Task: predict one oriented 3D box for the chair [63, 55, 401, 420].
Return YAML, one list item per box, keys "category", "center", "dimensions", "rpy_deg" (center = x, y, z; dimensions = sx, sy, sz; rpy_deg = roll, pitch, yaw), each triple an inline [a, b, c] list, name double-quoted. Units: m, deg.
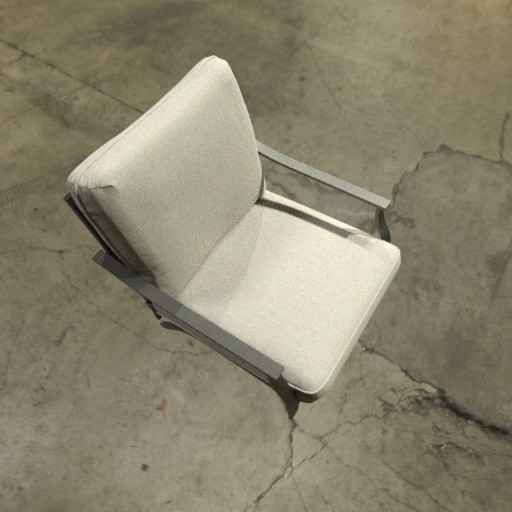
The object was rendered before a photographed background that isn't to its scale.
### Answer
- category: "chair"
  center: [0.000, 0.000, 1.395]
  dimensions: [0.787, 0.860, 0.650]
  rpy_deg: [30, 64, 16]
